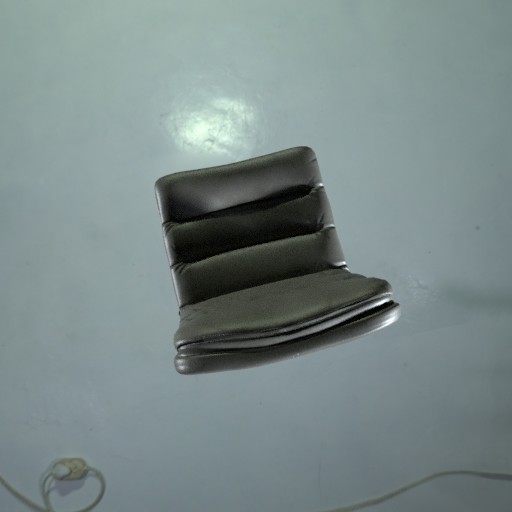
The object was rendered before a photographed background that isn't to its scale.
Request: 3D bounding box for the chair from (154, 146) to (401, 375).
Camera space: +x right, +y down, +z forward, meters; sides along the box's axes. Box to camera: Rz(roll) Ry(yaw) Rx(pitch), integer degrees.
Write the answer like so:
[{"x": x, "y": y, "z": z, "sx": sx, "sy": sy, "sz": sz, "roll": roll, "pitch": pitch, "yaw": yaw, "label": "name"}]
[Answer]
[{"x": 0.000, "y": 0.000, "z": 1.027, "sx": 0.422, "sy": 0.738, "sz": 0.485, "roll": -13, "pitch": 76, "yaw": -3, "label": "chair"}]
